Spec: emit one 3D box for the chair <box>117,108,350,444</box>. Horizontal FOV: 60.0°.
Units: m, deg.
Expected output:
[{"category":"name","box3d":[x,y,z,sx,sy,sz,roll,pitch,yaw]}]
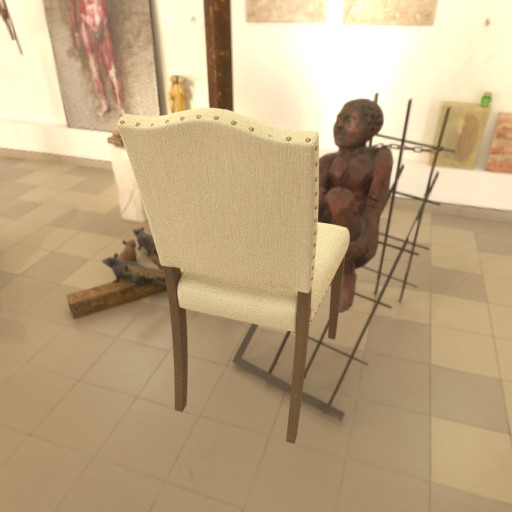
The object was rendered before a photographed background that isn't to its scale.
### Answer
[{"category":"chair","box3d":[0.000,0.000,1.376,0.508,1.015,0.619,10,33,15]}]
